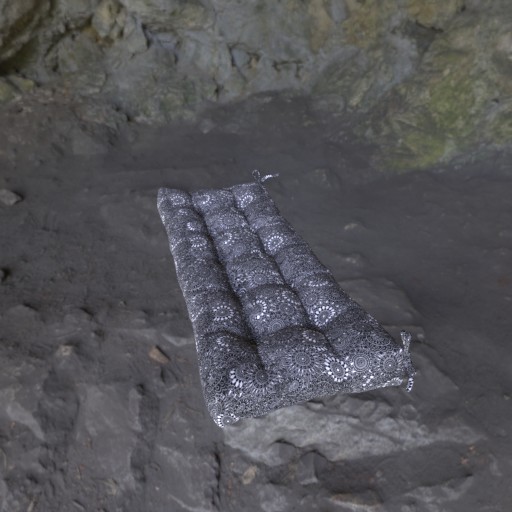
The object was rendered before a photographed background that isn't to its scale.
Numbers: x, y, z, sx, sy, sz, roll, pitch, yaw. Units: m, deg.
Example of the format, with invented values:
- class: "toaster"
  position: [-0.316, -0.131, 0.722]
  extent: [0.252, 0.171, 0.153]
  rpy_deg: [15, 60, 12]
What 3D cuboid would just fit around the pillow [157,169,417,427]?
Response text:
- class: "pillow"
  position: [0.000, 0.000, 1.378]
  extent: [0.511, 0.174, 1.194]
  rpy_deg: [-8, 31, -14]
